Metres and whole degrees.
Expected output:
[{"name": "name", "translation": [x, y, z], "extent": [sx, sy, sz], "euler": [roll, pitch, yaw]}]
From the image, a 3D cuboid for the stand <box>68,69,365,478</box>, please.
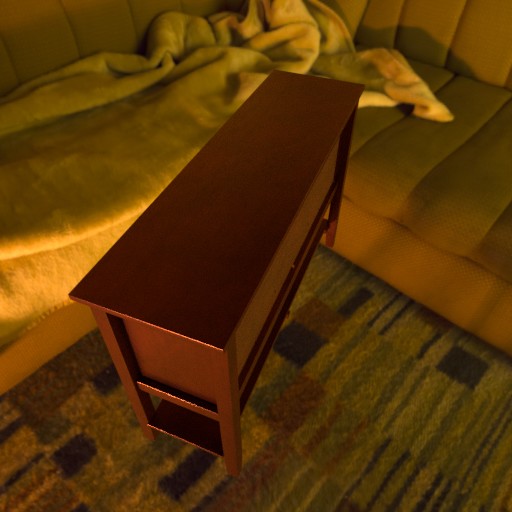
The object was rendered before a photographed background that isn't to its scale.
[{"name": "stand", "translation": [0.000, 0.000, 1.728], "extent": [0.410, 0.872, 1.362], "euler": [16, 47, 15]}]
